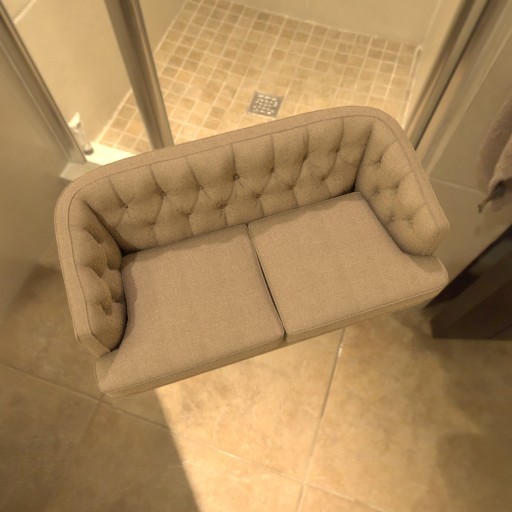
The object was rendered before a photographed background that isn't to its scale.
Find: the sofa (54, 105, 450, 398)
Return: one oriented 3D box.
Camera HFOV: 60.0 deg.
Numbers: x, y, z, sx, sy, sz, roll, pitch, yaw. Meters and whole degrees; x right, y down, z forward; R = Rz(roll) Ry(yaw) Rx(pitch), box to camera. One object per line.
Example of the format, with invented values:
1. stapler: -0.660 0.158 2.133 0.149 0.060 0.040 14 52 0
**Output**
1. sofa: 0.000 0.000 2.259 1.733 0.855 0.941 -16 65 -8
